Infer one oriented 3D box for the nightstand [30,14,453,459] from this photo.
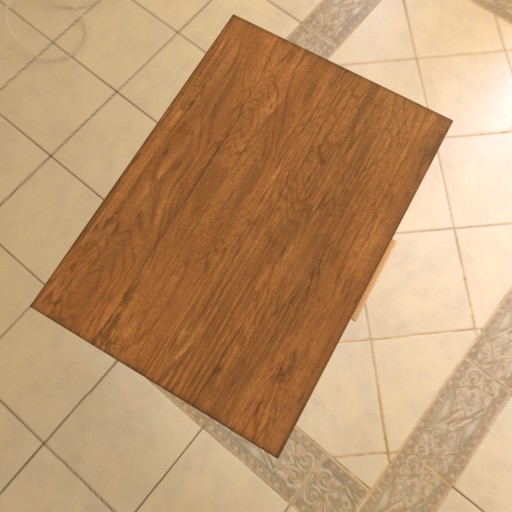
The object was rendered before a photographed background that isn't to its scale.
[{"bbox_3d":[0.000,0.000,1.006,0.446,0.610,0.610,29,78,7],"label":"nightstand"}]
